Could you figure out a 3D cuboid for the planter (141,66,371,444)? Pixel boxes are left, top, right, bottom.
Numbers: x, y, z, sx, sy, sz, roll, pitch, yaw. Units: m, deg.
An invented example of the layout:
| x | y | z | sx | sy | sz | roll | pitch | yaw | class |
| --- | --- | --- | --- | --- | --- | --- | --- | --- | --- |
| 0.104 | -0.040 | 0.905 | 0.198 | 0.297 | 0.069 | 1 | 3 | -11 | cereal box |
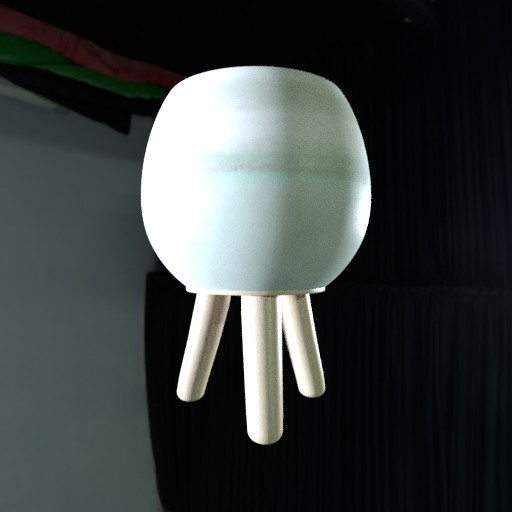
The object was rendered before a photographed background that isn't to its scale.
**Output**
| x | y | z | sx | sy | sz | roll | pitch | yaw | class |
| --- | --- | --- | --- | --- | --- | --- | --- | --- | --- |
| 0.000 | 0.000 | 0.321 | 0.161 | 0.224 | 0.161 | 0 | 0 | 0 | planter |
